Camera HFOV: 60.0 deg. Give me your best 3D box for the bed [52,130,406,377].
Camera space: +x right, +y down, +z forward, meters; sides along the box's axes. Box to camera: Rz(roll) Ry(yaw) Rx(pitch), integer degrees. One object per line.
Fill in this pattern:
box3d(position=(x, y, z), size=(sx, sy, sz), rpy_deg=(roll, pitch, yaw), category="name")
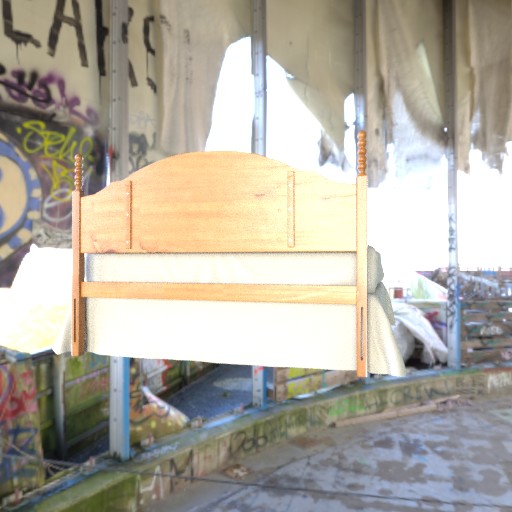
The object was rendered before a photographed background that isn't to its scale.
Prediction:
box3d(position=(0.000, 0.000, 3.738), size=(2.322, 1.355, 2.219), rpy_deg=(0, -1, 17), category="bed")
